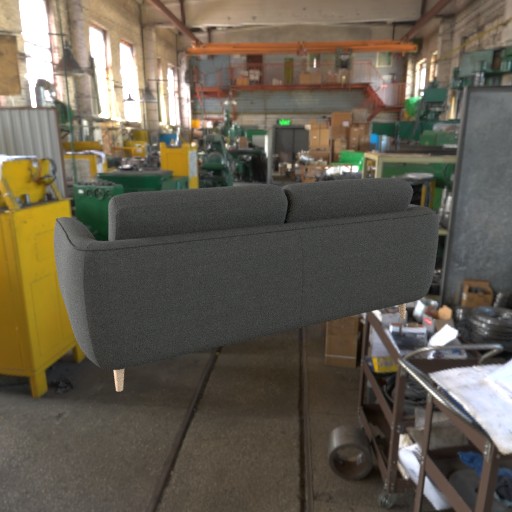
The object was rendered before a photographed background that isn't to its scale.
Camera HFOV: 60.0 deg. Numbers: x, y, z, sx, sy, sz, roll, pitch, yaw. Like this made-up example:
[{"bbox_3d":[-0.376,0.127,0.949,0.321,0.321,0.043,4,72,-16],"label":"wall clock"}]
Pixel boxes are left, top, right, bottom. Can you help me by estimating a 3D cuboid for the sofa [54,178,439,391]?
[{"bbox_3d":[0.000,0.000,2.460,2.000,0.850,0.920,-8,17,-27],"label":"sofa"}]
